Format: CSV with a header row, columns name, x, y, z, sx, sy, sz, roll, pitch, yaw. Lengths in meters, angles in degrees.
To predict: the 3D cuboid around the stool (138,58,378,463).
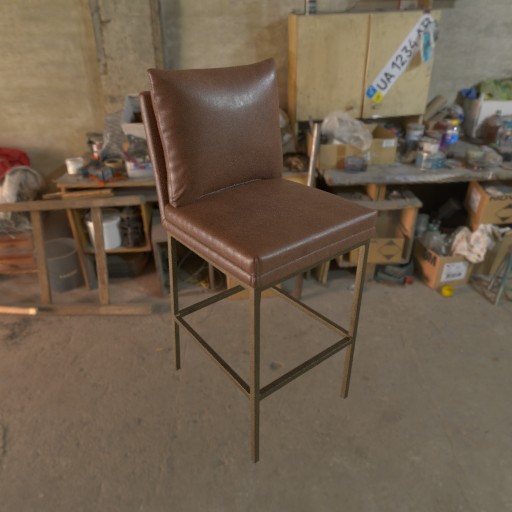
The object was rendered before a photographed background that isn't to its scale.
name,x,y,z,sx,sy,sz,roll,pitch,yaw
stool,0.000,0.000,1.437,0.463,1.124,0.571,-22,36,-33
